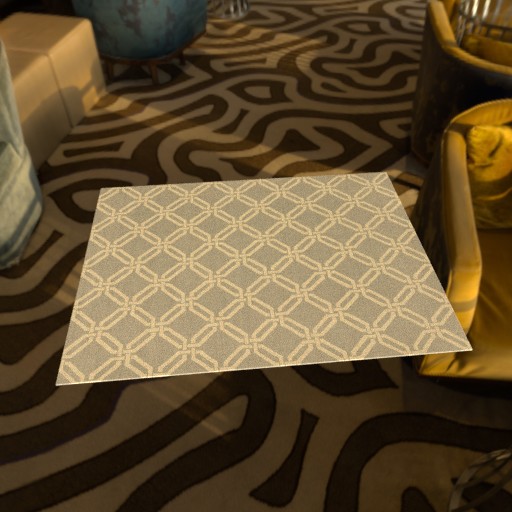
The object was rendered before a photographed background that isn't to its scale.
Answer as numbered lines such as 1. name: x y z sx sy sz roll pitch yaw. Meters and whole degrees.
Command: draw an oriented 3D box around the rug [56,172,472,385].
1. rug: 0.000 0.000 4.373 3.353 0.013 2.438 -4 47 -4
